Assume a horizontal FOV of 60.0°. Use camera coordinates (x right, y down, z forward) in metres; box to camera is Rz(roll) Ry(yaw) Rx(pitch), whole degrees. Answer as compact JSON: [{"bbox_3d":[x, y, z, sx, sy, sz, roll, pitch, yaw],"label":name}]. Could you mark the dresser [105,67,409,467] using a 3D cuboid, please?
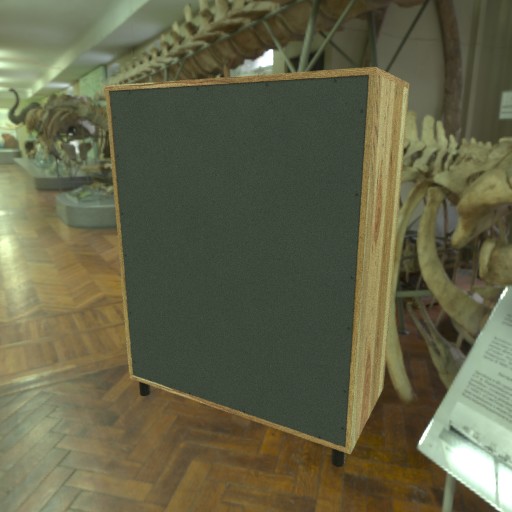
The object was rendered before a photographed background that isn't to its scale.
[{"bbox_3d":[0.000,0.000,1.720,0.966,1.243,0.480,8,17,28],"label":"dresser"}]
